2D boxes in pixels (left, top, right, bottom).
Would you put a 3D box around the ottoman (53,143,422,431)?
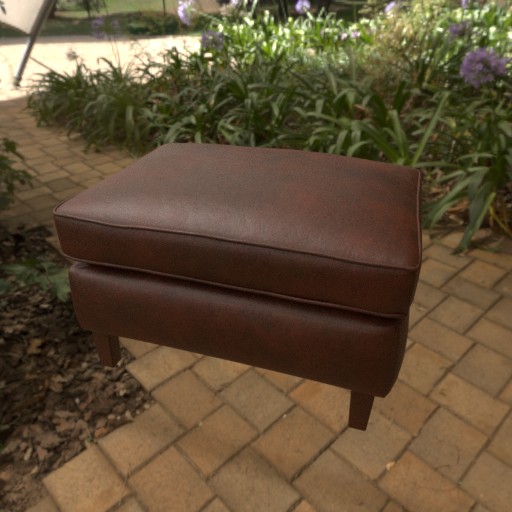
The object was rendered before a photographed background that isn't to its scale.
[{"bbox_3d":[0.000,0.000,0.991,0.665,0.432,0.501,9,32,15],"label":"ottoman"}]
